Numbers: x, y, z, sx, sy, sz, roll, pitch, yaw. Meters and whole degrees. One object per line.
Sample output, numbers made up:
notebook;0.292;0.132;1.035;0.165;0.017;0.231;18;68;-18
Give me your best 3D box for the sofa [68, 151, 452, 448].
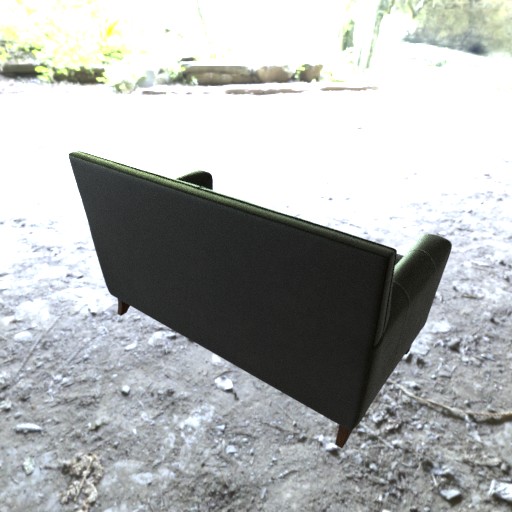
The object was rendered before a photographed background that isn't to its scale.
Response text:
sofa;0.000;0.000;2.012;1.473;0.871;0.787;21;36;32
